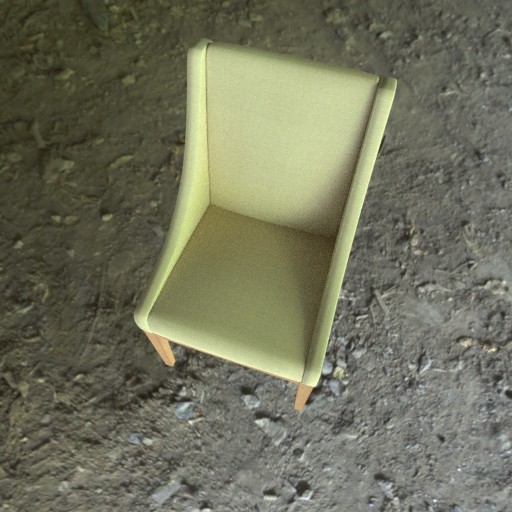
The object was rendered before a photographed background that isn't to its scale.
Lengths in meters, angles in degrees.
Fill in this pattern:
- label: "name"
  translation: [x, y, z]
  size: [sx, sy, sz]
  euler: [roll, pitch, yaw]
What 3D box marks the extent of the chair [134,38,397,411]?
- label: "chair"
  translation: [0.000, 0.000, 1.393]
  size: [0.575, 1.021, 0.611]
  euler: [16, 60, 10]
